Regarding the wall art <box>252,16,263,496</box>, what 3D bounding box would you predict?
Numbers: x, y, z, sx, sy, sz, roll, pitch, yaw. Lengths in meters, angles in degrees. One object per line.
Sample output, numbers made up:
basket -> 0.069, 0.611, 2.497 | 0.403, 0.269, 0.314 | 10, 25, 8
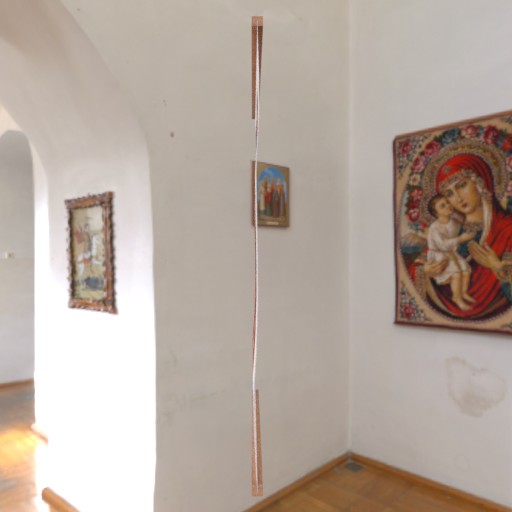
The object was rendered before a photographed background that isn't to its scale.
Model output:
wall art -> 0.000, 0.000, 0.635 | 0.012, 0.508, 0.332 | 0, 1, 0
